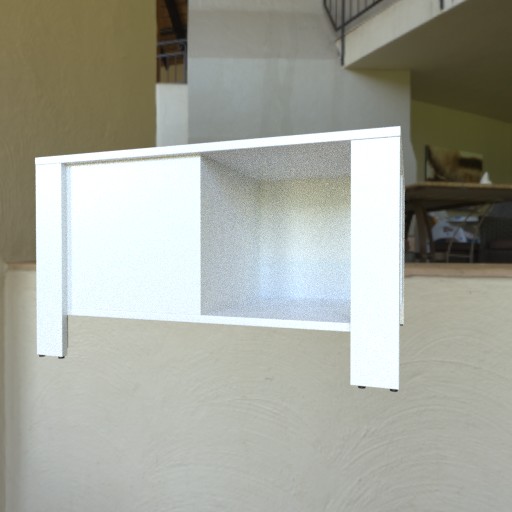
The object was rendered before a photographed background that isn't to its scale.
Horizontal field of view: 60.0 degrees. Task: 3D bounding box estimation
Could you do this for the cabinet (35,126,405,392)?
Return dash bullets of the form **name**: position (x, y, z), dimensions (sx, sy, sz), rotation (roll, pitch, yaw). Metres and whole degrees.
- **cabinet**: position (0.000, 0.000, 1.270), dimensions (0.800, 0.460, 0.800), rotation (0, 1, 19)
